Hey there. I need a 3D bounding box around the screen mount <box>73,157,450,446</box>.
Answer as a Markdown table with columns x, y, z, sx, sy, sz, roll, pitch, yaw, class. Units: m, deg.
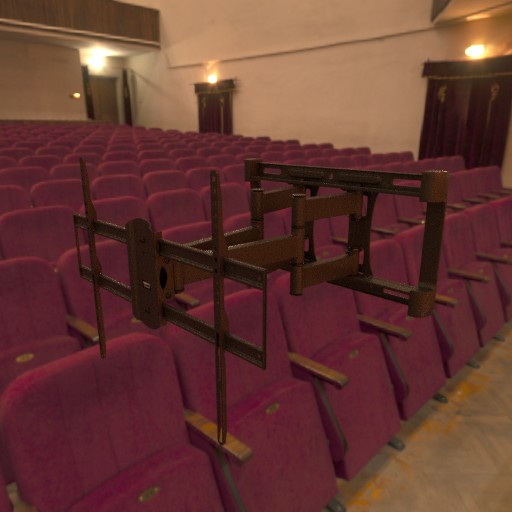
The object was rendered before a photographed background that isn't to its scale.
| x | y | z | sx | sy | sz | roll | pitch | yaw | class |
| --- | --- | --- | --- | --- | --- | --- | --- | --- | --- |
| 0.000 | 0.000 | 1.103 | 0.661 | 0.491 | 0.644 | 15 | 22 | 42 | screen mount |
